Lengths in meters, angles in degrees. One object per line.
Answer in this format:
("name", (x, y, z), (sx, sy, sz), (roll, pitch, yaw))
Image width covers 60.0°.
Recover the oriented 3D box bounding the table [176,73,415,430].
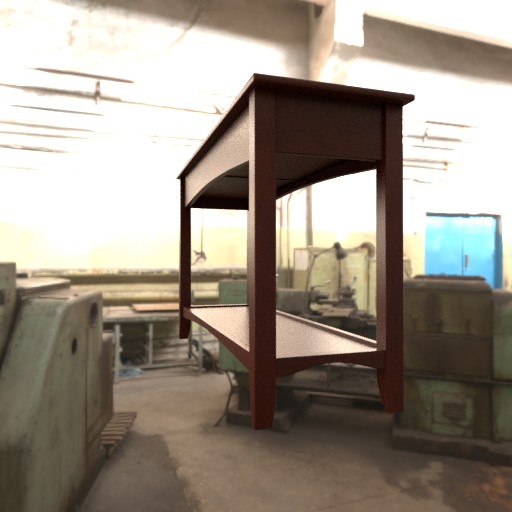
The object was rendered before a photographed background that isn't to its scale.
("table", (0.000, 0.000, 1.523), (0.392, 0.739, 1.188), (0, 0, -18))
